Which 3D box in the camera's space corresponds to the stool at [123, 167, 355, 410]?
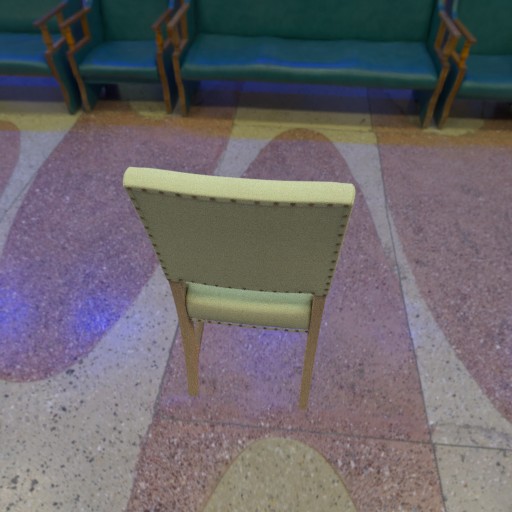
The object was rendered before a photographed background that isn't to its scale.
[{"bbox_3d":[0.000,0.000,1.364,0.508,0.986,0.623,5,47,5],"label":"stool"}]
